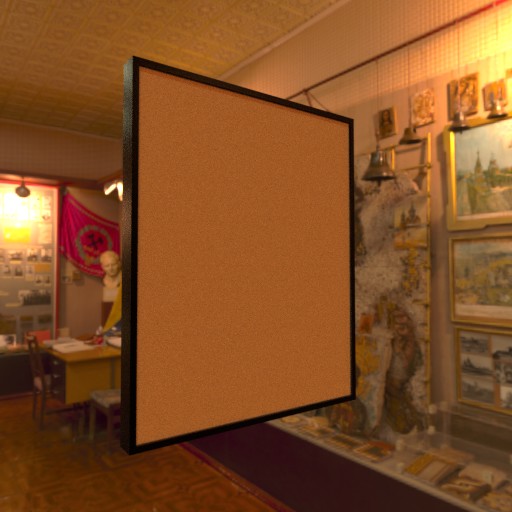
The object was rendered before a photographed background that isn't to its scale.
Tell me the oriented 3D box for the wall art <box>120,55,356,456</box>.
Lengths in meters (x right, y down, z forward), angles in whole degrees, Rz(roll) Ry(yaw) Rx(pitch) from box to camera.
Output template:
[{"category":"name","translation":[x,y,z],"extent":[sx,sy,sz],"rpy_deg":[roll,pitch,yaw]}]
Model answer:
[{"category":"wall art","translation":[0.000,0.000,0.758],"extent":[0.451,0.553,0.039],"rpy_deg":[1,-2,-35]}]
